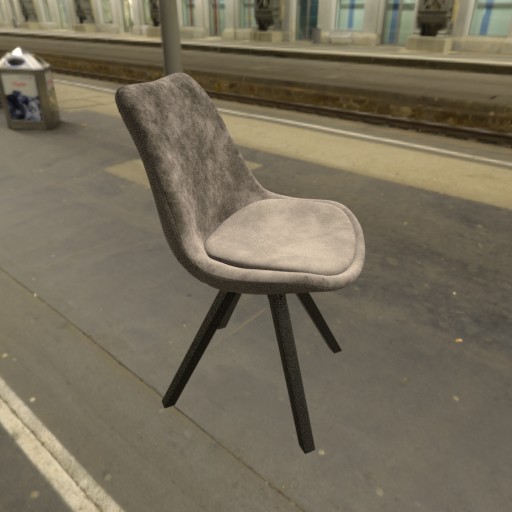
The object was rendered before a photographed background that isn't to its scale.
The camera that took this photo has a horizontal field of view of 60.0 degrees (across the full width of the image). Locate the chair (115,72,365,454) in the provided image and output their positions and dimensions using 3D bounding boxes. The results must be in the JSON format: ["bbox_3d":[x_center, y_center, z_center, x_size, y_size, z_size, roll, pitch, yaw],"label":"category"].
[{"bbox_3d":[0.000,0.000,1.163,0.550,0.850,0.485,10,30,17],"label":"chair"}]
